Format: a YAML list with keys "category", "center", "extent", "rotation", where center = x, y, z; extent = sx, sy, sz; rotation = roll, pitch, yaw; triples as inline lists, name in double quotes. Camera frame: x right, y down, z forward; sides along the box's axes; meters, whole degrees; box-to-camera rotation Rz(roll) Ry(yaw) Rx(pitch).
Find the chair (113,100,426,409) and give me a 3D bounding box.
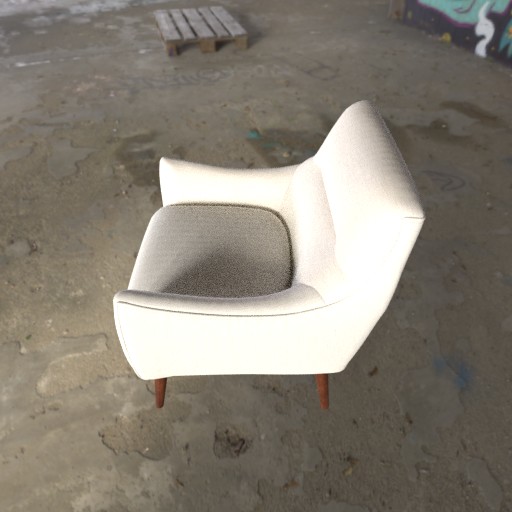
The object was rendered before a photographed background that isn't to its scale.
- category: "chair"
  center: [0.000, 0.000, 1.451]
  extent: [0.787, 0.838, 0.762]
  rotation: [0, 41, 0]
